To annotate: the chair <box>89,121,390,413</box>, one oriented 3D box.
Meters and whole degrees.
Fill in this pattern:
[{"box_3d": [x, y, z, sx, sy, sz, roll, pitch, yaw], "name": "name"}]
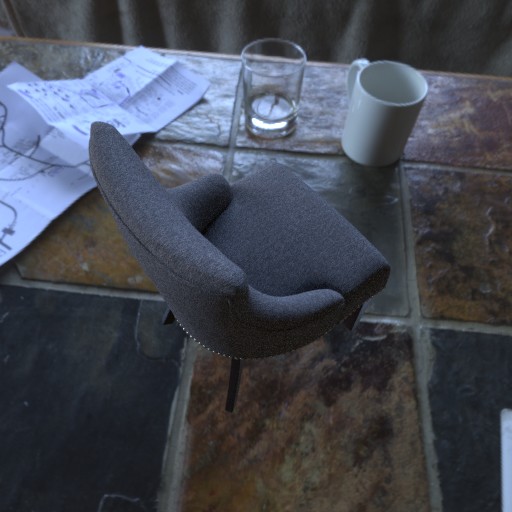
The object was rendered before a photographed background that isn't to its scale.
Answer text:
[{"box_3d": [0.000, 0.000, 1.278, 0.629, 0.909, 0.566, -34, 64, -19], "name": "chair"}]
